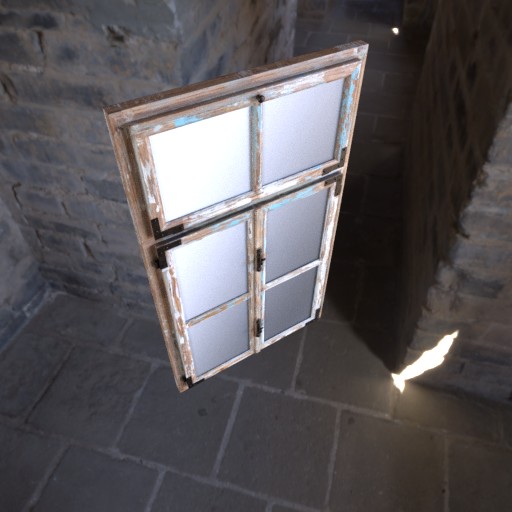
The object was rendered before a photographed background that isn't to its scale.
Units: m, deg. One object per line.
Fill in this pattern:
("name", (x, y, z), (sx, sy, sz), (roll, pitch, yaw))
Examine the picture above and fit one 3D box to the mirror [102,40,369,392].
("mirror", (0.000, 0.000, 1.473), (0.707, 1.213, 0.083), (-24, 51, -21))
